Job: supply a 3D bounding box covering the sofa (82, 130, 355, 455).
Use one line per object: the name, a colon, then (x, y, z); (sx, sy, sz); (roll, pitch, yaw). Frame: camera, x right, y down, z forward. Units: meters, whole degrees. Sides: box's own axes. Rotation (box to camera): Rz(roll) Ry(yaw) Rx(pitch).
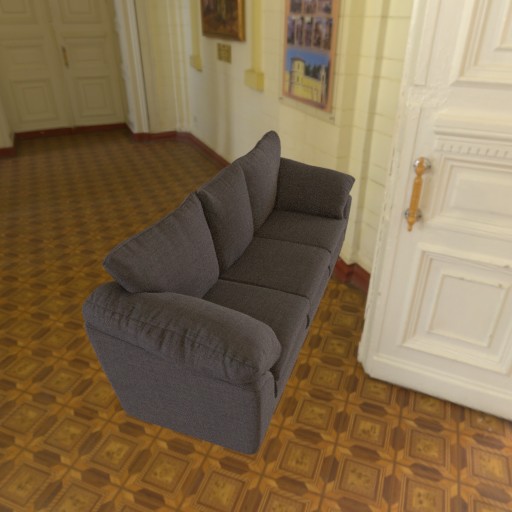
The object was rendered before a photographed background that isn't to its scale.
sofa: (0.000, 0.000, 2.857); (0.883, 1.080, 2.336); (11, 32, 17)
